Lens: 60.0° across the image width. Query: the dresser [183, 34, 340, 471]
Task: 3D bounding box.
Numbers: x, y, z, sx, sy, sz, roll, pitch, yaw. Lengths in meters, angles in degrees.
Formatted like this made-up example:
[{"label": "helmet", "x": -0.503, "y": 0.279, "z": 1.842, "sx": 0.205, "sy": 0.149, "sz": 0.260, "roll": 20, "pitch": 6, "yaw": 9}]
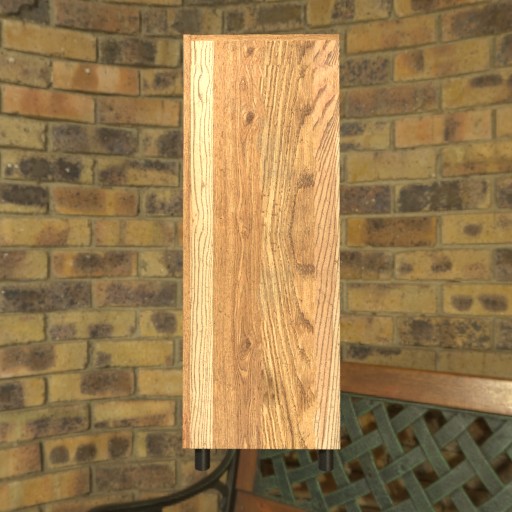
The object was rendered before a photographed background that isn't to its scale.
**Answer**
[{"label": "dresser", "x": 0.000, "y": 0.000, "z": 1.729, "sx": 0.480, "sy": 1.243, "sz": 0.966, "roll": 0, "pitch": -1, "yaw": 1}]
